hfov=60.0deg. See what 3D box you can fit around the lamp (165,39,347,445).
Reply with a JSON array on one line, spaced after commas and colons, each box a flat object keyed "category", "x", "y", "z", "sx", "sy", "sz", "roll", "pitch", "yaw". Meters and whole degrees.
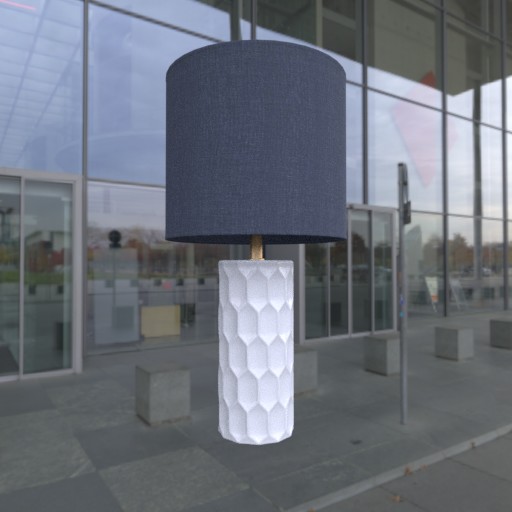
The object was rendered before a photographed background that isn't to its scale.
[{"category": "lamp", "x": 0.000, "y": 0.000, "z": 0.687, "sx": 0.277, "sy": 0.537, "sz": 0.277, "roll": 0, "pitch": -1, "yaw": -18}]
